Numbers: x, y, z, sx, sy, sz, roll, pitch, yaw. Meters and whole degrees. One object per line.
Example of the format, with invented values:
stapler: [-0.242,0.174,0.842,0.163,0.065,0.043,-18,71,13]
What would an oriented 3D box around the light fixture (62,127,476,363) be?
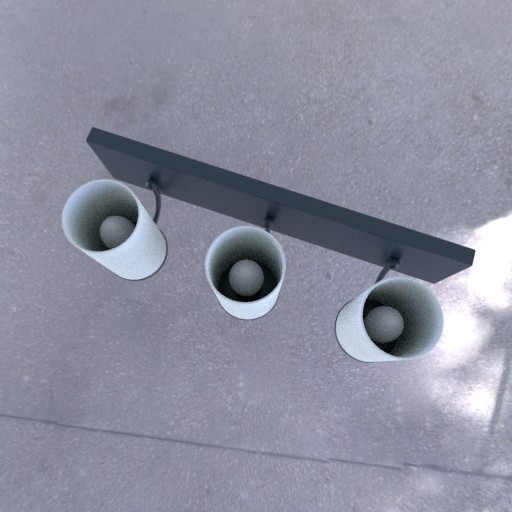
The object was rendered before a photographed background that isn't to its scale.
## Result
light fixture: [0.000,0.000,0.525,0.451,0.172,0.145,19,77,5]
